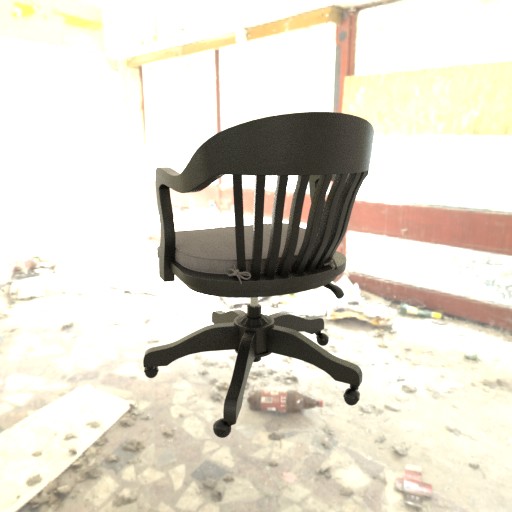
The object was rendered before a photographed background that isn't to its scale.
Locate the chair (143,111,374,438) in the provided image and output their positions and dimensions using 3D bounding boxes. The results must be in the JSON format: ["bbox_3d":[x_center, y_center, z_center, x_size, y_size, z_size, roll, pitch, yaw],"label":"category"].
[{"bbox_3d":[0.000,0.000,1.492,0.750,0.878,0.788,-7,16,-25],"label":"chair"}]
